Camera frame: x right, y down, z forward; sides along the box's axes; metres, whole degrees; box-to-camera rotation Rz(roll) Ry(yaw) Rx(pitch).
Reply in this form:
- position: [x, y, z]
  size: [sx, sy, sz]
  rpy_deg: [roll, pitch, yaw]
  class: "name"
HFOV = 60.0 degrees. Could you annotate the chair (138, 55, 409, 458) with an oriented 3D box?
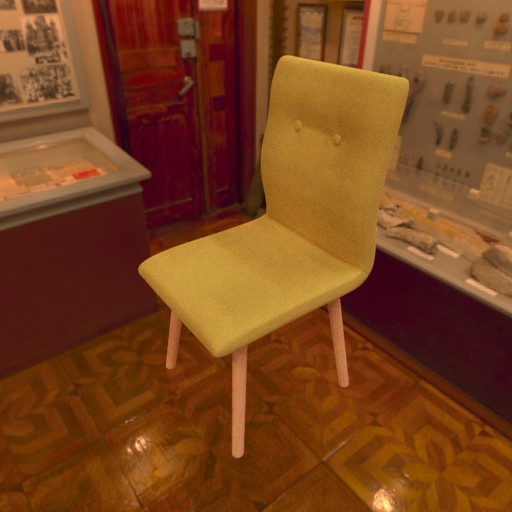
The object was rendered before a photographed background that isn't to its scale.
- position: [0.000, 0.000, 1.268]
  size: [0.550, 0.965, 0.450]
  rpy_deg: [-22, 38, -30]
  class: "chair"
